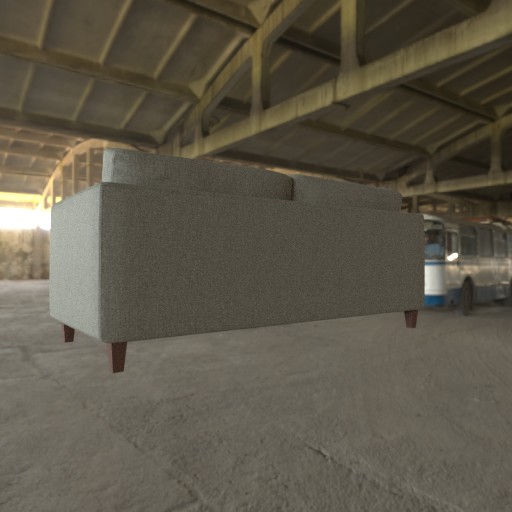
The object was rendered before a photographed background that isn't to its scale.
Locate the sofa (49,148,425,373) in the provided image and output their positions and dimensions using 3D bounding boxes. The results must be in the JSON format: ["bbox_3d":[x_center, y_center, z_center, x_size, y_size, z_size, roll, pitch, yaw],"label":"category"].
[{"bbox_3d":[0.000,0.000,2.744,2.208,0.960,0.956,0,-1,-36],"label":"sofa"}]
